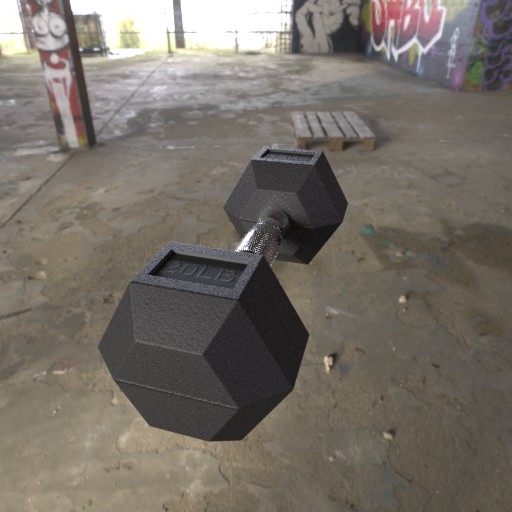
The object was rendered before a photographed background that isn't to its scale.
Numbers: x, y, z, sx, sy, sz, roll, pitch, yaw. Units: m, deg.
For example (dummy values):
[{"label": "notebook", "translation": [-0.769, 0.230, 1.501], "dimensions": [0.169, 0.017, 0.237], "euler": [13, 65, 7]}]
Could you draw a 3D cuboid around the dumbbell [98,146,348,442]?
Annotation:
[{"label": "dumbbell", "translation": [0.000, 0.000, 0.350], "dimensions": [0.116, 0.101, 0.297], "euler": [8, 31, 14]}]
